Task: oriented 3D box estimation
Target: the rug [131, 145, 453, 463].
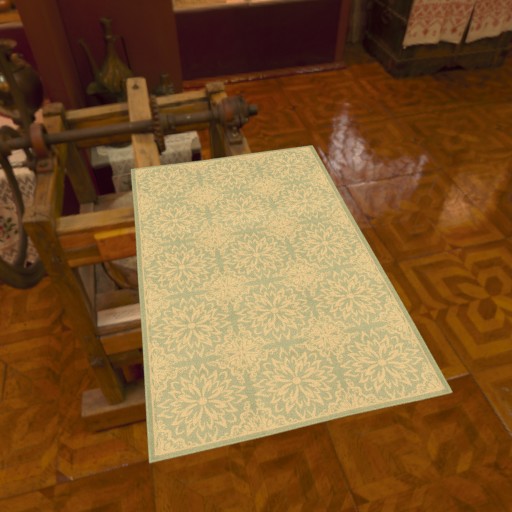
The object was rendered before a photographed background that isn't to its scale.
[{"bbox_3d":[0.000,0.000,3.456,1.819,0.018,2.746,-10,48,-9],"label":"rug"}]
